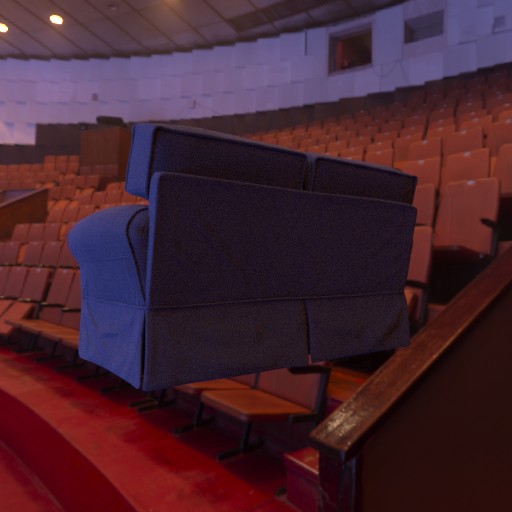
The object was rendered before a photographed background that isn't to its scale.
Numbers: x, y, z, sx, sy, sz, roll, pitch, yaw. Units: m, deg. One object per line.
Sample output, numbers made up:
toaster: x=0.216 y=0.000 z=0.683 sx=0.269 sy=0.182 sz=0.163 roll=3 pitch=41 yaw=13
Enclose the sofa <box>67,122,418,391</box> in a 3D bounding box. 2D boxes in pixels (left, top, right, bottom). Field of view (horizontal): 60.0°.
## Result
sofa: x=0.000 y=0.000 z=2.445 sx=1.801 sy=1.059 sz=0.997 roll=1 pitch=-2 yaw=-35
